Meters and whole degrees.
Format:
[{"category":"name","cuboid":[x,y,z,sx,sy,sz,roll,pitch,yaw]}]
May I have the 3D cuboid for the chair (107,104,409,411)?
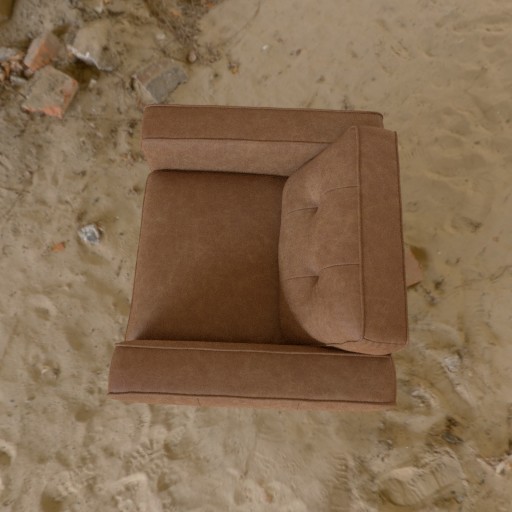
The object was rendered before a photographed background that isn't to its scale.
[{"category":"chair","cuboid":[0.000,0.000,1.723,0.952,0.782,1.118,2,73,1]}]
